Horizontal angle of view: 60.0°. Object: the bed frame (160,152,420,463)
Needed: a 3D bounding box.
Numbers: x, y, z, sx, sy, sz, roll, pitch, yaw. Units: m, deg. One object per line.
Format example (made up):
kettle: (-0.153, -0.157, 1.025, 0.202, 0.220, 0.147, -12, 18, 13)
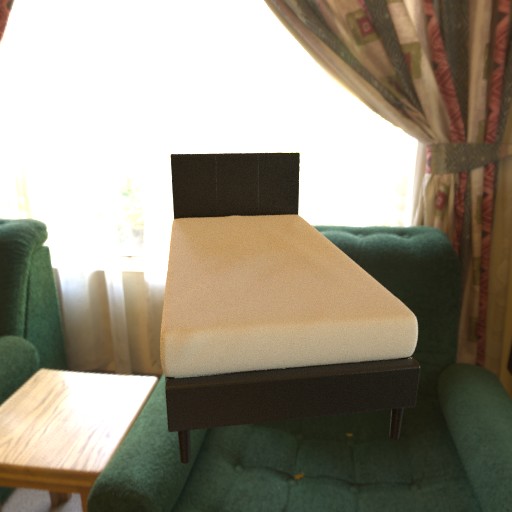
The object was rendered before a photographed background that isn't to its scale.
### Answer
bed frame: (0.000, 0.000, 2.505, 1.038, 1.046, 2.152, -3, 18, -8)
